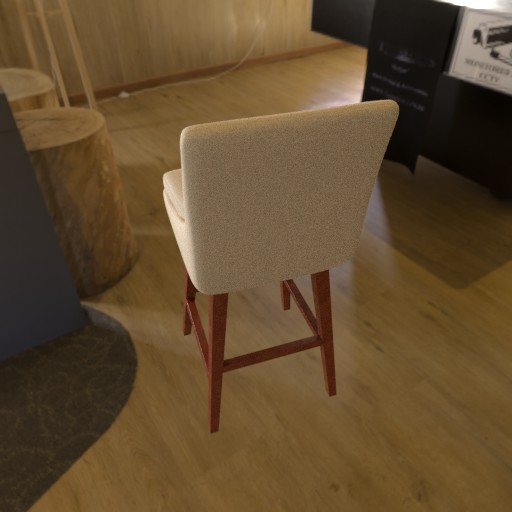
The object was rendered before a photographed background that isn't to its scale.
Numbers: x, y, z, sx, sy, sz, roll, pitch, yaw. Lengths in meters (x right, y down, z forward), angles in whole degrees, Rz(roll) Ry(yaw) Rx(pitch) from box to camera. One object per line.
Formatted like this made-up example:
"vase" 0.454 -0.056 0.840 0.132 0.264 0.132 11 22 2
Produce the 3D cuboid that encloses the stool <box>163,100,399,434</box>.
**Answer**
"stool" 0.000 0.000 1.359 0.470 1.092 0.559 -12 41 -14
